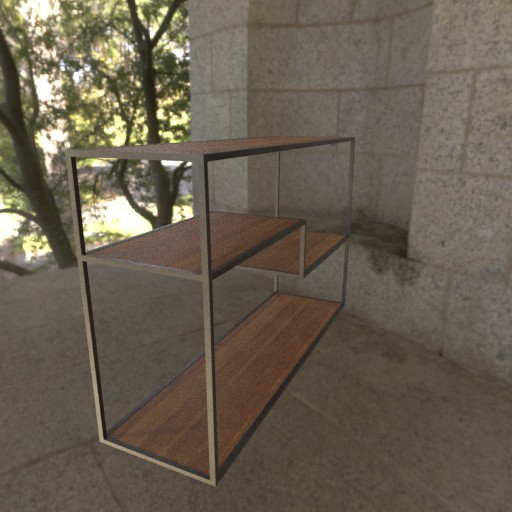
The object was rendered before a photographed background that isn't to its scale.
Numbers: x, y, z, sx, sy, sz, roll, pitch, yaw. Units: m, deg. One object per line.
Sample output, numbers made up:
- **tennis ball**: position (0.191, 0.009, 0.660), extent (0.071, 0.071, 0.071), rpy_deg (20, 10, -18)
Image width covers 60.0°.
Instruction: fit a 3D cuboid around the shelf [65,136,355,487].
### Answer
- **shelf**: position (0.000, 0.000, 1.527), extent (0.361, 0.765, 1.201), rpy_deg (8, 18, 24)
